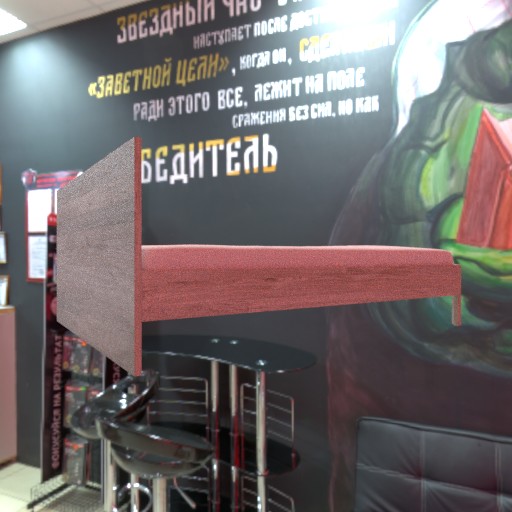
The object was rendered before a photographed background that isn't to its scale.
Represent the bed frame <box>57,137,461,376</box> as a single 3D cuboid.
[{"bbox_3d":[0.000,0.000,2.637,1.950,0.800,1.490,0,0,-33],"label":"bed frame"}]
